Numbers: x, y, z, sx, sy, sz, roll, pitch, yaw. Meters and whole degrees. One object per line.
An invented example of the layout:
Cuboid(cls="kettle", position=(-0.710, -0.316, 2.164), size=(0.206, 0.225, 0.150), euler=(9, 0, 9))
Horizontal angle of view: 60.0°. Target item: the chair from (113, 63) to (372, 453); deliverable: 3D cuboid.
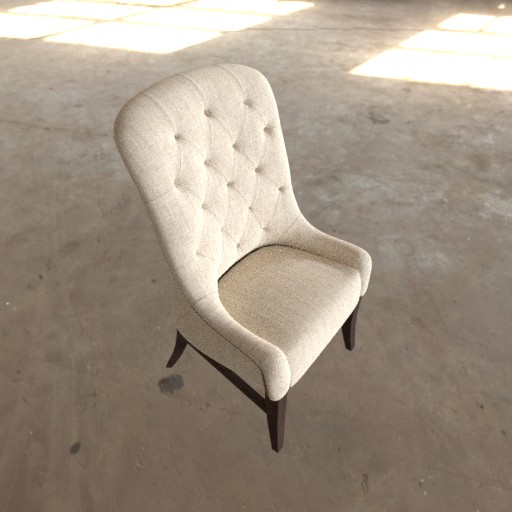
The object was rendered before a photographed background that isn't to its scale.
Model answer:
Cuboid(cls="chair", position=(0.000, 0.000, 1.500), size=(0.629, 1.091, 0.634), euler=(26, 47, 27))
